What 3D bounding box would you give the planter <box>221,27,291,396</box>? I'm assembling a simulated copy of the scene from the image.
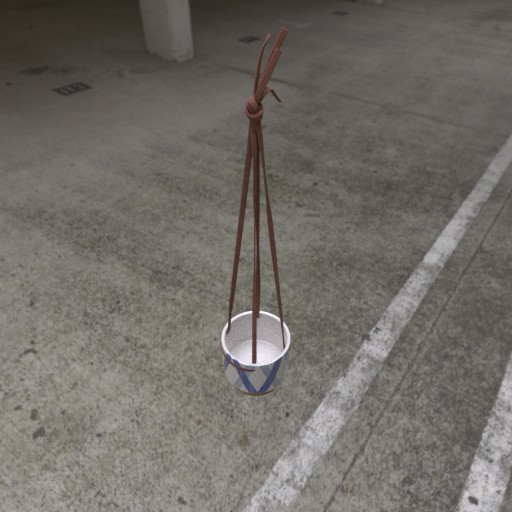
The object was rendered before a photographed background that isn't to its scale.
[{"bbox_3d":[0.000,0.000,0.815,0.153,0.753,0.157,26,48,26],"label":"planter"}]
